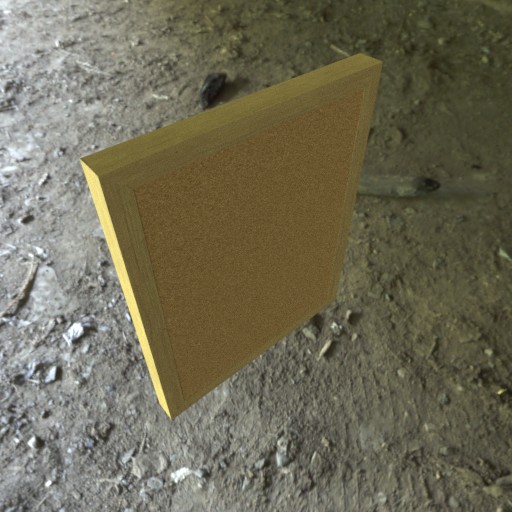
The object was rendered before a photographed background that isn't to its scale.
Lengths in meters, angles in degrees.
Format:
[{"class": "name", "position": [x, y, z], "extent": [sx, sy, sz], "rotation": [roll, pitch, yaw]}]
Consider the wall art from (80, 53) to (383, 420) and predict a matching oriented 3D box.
[{"class": "wall art", "position": [0.000, 0.000, 0.521], "extent": [0.312, 0.380, 0.030], "rotation": [-31, 53, -27]}]
